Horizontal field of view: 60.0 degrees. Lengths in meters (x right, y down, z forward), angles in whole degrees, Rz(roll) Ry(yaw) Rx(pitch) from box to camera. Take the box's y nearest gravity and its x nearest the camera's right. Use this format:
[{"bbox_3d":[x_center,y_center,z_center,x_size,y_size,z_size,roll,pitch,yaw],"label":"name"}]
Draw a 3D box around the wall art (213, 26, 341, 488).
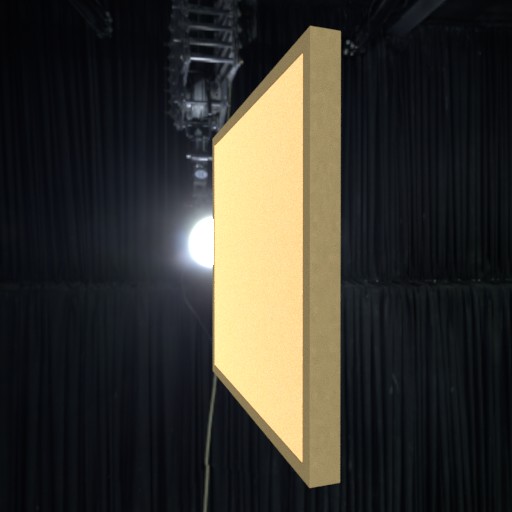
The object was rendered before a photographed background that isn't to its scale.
[{"bbox_3d":[0.000,0.000,1.857,0.095,1.284,1.284,0,1,-18],"label":"wall art"}]
